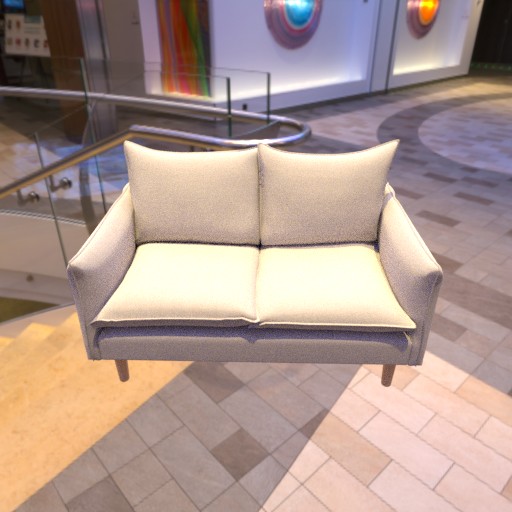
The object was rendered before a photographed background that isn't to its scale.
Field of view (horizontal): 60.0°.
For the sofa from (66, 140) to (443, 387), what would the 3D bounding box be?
[{"bbox_3d":[0.000,0.000,1.871,1.300,0.840,0.820,1,29,1],"label":"sofa"}]
